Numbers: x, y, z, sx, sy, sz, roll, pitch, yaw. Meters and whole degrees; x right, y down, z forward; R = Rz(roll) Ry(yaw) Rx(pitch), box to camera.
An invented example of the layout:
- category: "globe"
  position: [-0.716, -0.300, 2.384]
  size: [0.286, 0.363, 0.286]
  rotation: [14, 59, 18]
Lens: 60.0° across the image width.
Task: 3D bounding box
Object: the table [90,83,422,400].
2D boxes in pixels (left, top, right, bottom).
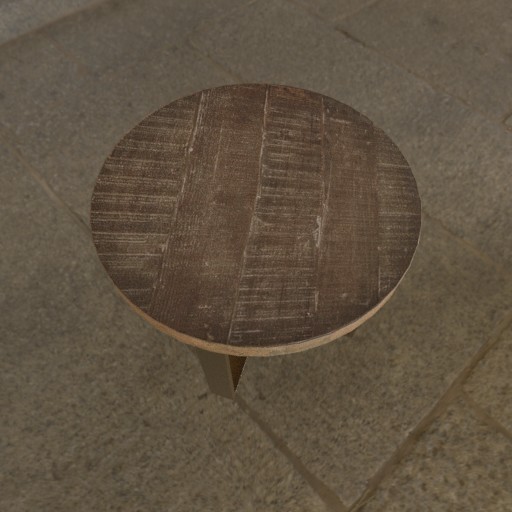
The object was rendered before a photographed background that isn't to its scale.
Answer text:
- category: "table"
  position: [0.000, 0.000, 0.944]
  size: [0.557, 0.437, 0.557]
  rotation: [0, 59, 0]
